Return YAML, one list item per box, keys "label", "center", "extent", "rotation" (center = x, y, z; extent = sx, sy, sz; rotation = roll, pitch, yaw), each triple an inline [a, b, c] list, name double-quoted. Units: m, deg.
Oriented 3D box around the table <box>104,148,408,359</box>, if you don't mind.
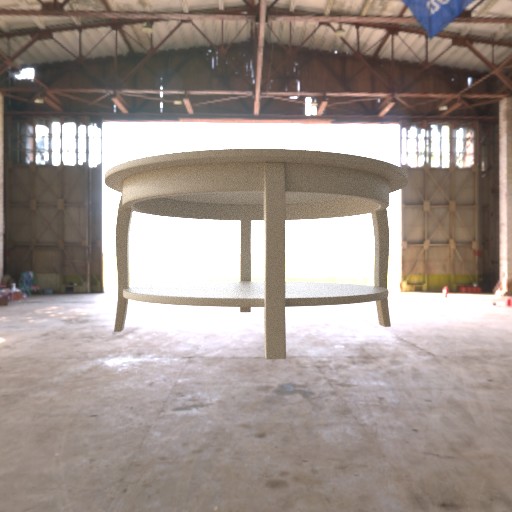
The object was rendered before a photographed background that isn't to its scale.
- label: "table"
  center: [0.000, 0.000, 1.401]
  extent: [0.910, 0.457, 0.910]
  rotation: [0, 0, 0]
